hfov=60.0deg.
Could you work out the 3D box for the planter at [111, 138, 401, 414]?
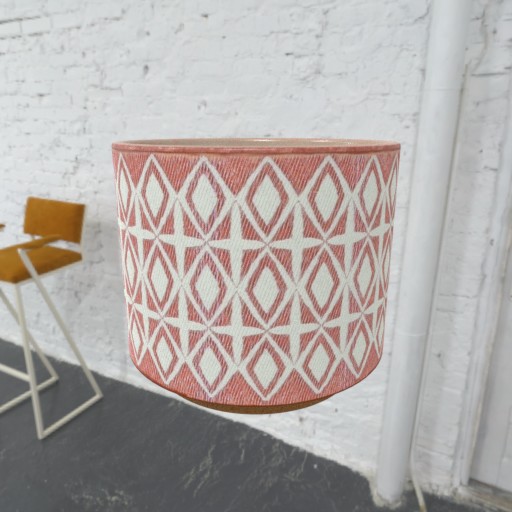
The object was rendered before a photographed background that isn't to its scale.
[{"bbox_3d":[0.000,0.000,0.470,0.273,0.237,0.273,0,16,0],"label":"planter"}]
